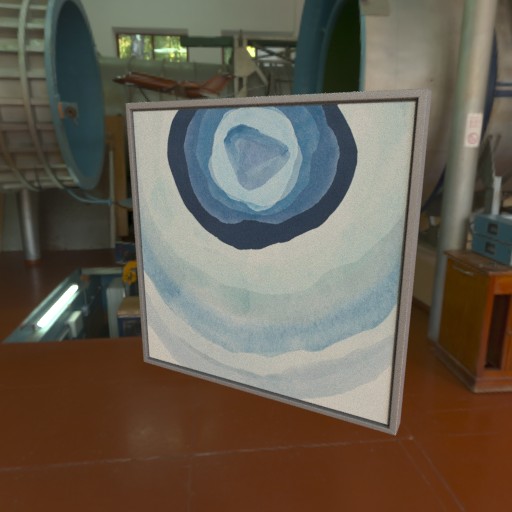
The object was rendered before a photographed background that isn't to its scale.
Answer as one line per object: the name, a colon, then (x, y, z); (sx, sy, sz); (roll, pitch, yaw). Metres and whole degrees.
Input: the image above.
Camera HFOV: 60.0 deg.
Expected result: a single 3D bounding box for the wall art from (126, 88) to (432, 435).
wall art: (0.000, 0.000, 0.517); (0.349, 0.349, 0.028); (8, 17, 27)
